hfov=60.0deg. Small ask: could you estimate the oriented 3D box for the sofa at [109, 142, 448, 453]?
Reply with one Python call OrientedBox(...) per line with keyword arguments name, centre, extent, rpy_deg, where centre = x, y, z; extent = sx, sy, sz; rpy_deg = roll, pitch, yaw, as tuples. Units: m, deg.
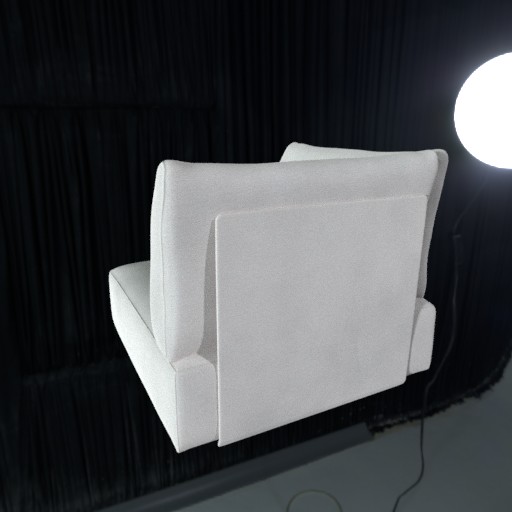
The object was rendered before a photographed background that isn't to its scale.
OrientedBox(name="sofa", centre=(0.000, 0.000, 1.711), extent=(1.000, 0.820, 1.000), rpy_deg=(-8, 18, -26))
